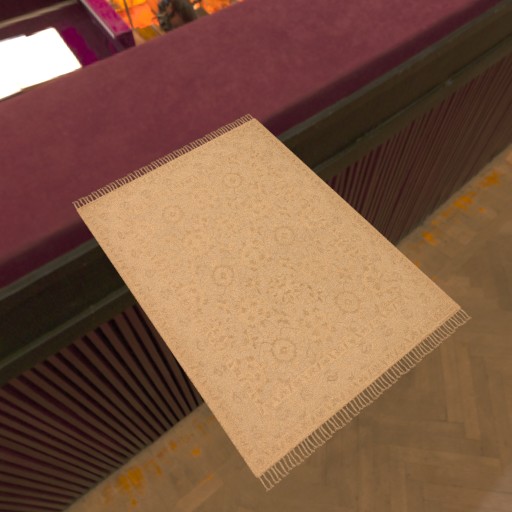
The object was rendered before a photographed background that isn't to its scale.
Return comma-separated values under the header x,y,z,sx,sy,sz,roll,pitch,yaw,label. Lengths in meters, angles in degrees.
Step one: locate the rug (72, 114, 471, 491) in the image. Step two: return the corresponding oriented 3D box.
x,y,z,sx,sy,sz,roll,pitch,yaw,label
0.000,0.000,2.277,1.223,0.015,1.771,-32,64,-18,rug
